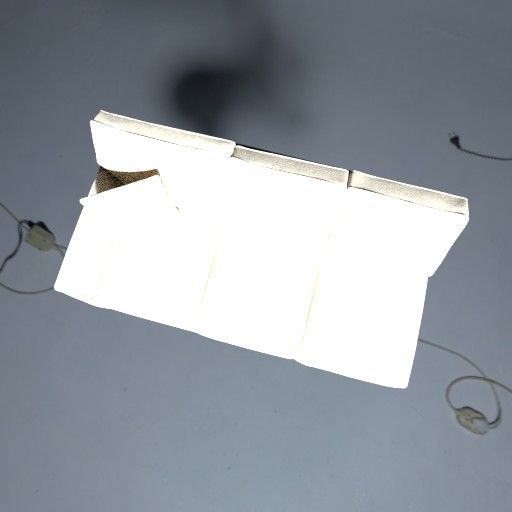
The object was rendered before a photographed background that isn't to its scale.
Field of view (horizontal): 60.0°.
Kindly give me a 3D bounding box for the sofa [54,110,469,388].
[{"bbox_3d":[0.000,0.000,2.546,1.962,0.946,1.034,14,77,4],"label":"sofa"}]
